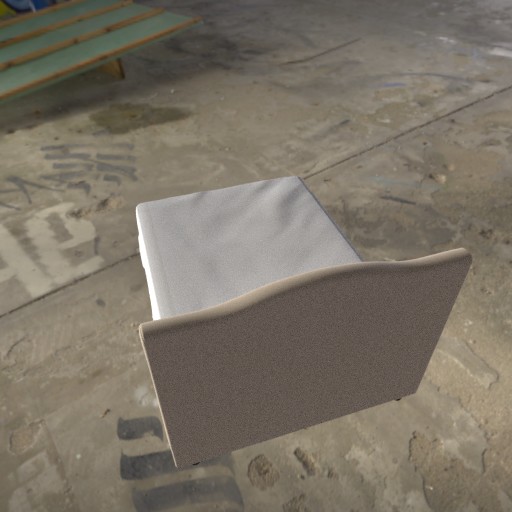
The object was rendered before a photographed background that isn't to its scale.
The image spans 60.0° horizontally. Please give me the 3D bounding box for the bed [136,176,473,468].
[{"bbox_3d":[0.000,0.000,3.307,1.753,1.460,2.143,-12,43,-13],"label":"bed"}]
